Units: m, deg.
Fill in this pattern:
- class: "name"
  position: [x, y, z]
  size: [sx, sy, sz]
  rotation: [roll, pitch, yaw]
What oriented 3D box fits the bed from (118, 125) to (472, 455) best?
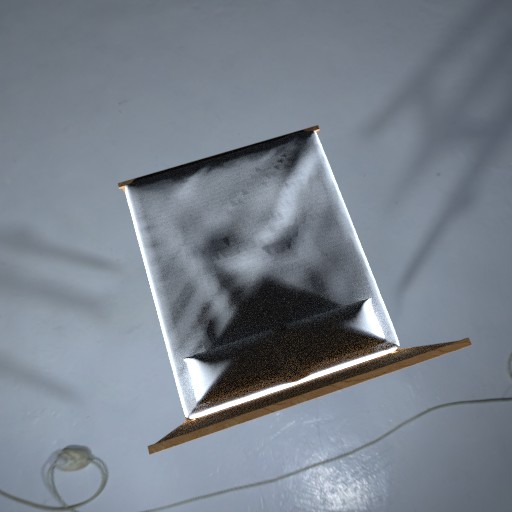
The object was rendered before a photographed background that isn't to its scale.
- class: "bed"
  position: [0.000, 0.000, 3.584]
  size: [1.936, 1.686, 2.201]
  rotation: [-17, 76, -4]
